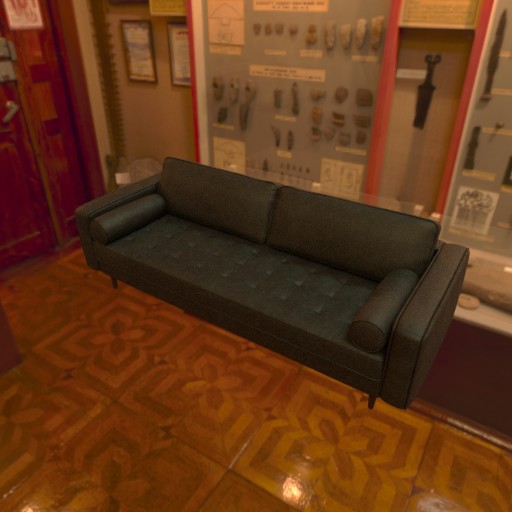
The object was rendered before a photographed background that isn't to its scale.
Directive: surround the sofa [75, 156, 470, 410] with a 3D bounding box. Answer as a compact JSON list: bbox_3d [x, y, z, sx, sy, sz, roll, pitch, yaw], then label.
[{"bbox_3d":[0.000,0.000,2.658,2.210,0.762,0.914,19,36,28],"label":"sofa"}]
